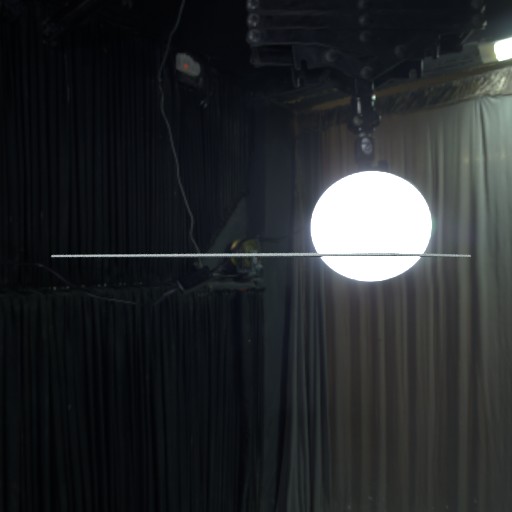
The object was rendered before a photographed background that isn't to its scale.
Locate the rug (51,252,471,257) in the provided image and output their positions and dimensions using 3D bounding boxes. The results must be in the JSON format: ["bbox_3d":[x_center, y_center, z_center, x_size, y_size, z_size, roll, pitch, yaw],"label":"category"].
[{"bbox_3d":[0.000,0.000,2.207,1.753,0.008,1.143,0,0,36],"label":"rug"}]
